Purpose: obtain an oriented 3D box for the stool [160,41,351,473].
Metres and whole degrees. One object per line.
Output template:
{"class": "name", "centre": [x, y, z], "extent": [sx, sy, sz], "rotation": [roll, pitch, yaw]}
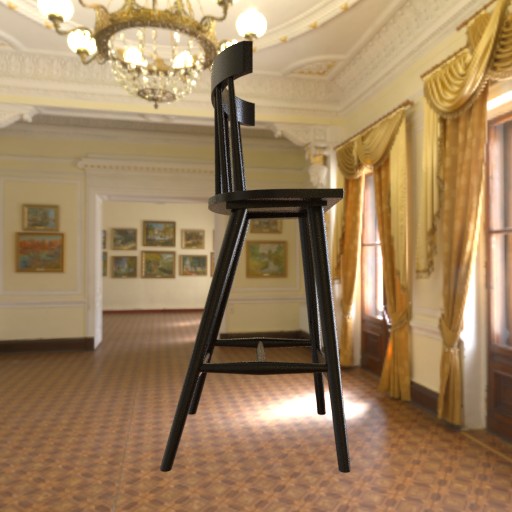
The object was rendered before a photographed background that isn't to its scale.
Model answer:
{"class": "stool", "centre": [0.000, 0.000, 1.345], "extent": [0.483, 1.092, 0.482], "rotation": [0, -1, 1]}
